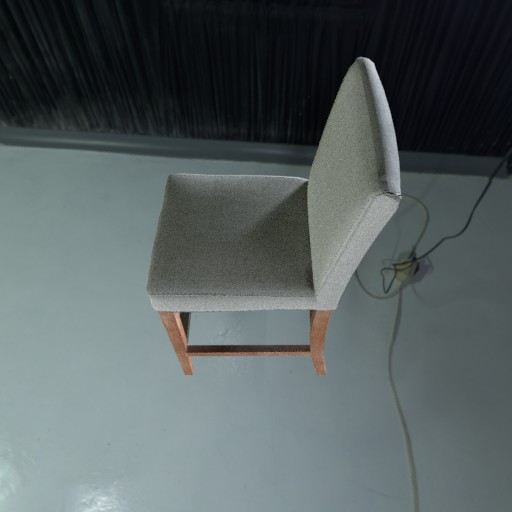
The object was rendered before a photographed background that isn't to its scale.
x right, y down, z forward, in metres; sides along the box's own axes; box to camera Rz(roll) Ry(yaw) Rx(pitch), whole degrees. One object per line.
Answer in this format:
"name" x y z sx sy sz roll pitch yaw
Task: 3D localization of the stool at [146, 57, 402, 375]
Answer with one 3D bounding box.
"stool" 0.000 0.000 1.375 0.570 1.088 0.439 1 58 0
